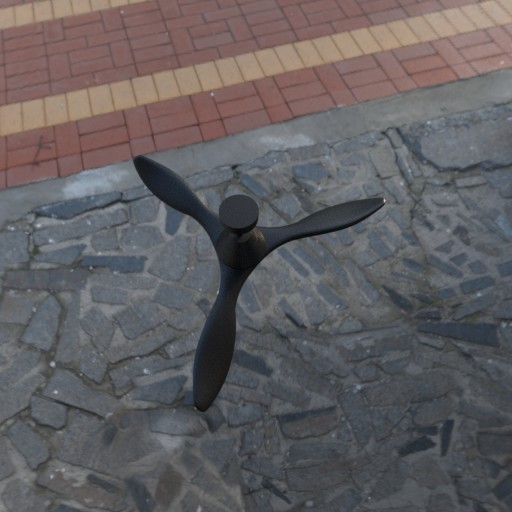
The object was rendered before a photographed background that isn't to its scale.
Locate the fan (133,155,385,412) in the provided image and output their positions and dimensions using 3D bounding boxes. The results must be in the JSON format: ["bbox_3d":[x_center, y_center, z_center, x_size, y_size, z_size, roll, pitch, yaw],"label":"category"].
[{"bbox_3d":[0.000,0.000,1.625,1.067,0.305,1.067,0,63,0],"label":"fan"}]
